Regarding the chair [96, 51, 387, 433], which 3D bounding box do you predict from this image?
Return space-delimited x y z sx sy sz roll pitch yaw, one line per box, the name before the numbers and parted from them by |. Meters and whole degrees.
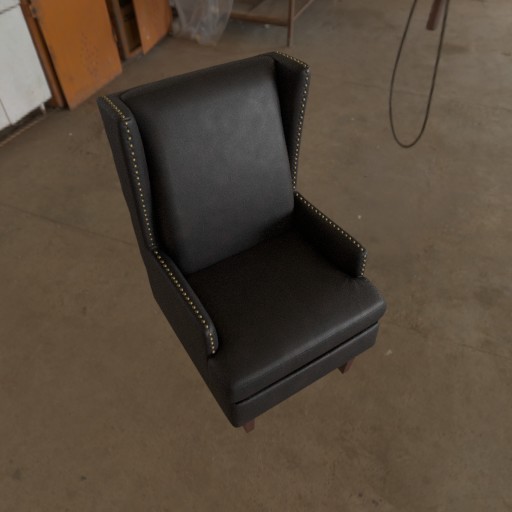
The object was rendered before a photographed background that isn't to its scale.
chair | 0.000 0.000 1.657 0.703 1.142 0.799 -24 51 -21
